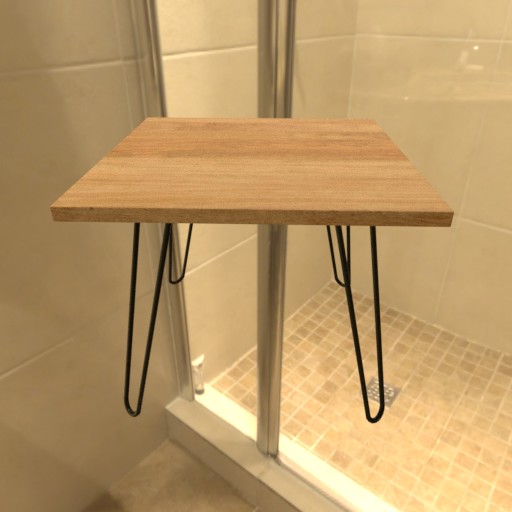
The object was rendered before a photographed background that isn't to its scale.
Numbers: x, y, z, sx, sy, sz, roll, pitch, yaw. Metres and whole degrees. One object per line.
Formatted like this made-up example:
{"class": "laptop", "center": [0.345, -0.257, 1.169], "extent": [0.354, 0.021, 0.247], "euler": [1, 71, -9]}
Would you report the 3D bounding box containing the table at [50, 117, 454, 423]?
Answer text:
{"class": "table", "center": [0.000, 0.000, 1.037], "extent": [0.599, 0.500, 0.599], "euler": [1, 30, 2]}
